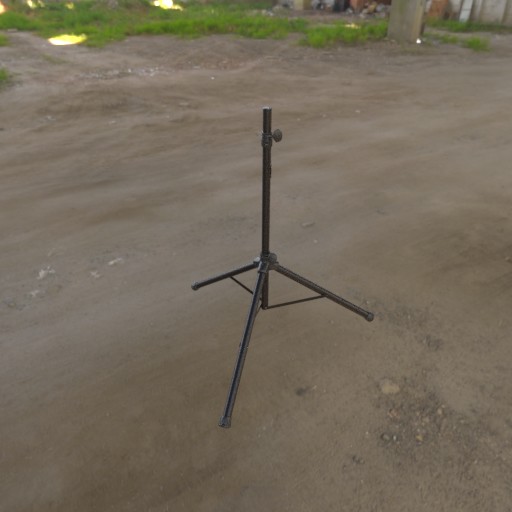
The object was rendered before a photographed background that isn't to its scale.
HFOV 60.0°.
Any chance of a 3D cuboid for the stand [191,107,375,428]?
[{"bbox_3d":[0.000,0.000,1.852,1.045,1.136,0.907,10,33,15],"label":"stand"}]
